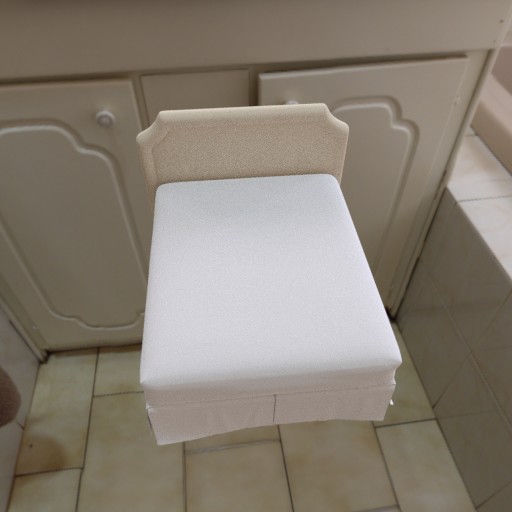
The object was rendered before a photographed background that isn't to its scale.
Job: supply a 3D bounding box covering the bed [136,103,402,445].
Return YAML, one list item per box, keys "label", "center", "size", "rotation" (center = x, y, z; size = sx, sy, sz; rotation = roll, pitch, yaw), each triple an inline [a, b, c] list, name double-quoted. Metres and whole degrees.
- label: "bed"
  center: [0.000, 0.000, 3.364]
  size: [1.827, 1.296, 2.209]
  rotation: [-4, 47, -4]
